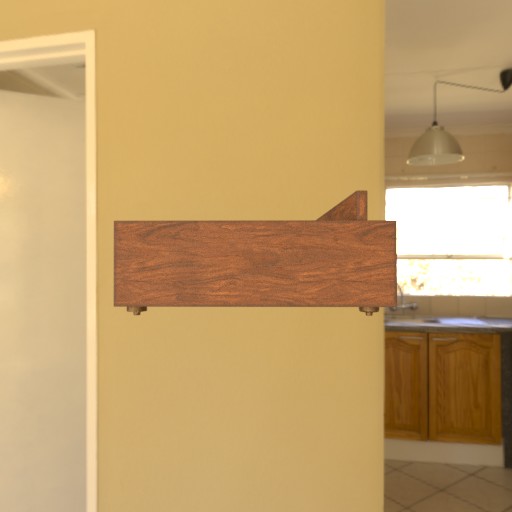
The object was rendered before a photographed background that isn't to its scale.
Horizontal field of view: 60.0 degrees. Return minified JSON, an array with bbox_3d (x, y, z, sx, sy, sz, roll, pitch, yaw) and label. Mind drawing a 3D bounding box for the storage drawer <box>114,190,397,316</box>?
[{"bbox_3d":[0.000,0.000,2.132,0.774,0.339,1.914,0,0,1],"label":"storage drawer"}]
